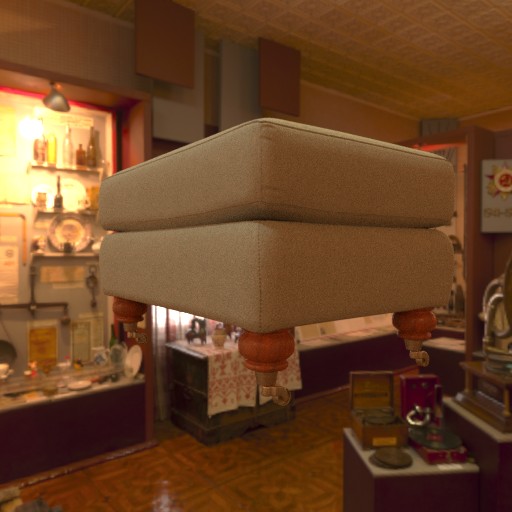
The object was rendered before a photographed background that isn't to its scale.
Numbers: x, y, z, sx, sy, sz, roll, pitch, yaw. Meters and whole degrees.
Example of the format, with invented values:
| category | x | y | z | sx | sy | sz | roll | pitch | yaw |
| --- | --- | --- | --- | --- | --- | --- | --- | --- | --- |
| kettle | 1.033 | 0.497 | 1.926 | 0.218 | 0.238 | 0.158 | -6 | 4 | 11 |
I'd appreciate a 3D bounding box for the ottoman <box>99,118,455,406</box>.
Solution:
| category | x | y | z | sx | sy | sz | roll | pitch | yaw |
| --- | --- | --- | --- | --- | --- | --- | --- | --- | --- |
| ottoman | 0.000 | 0.000 | 1.109 | 0.569 | 0.499 | 0.773 | -1 | 1 | -37 |
